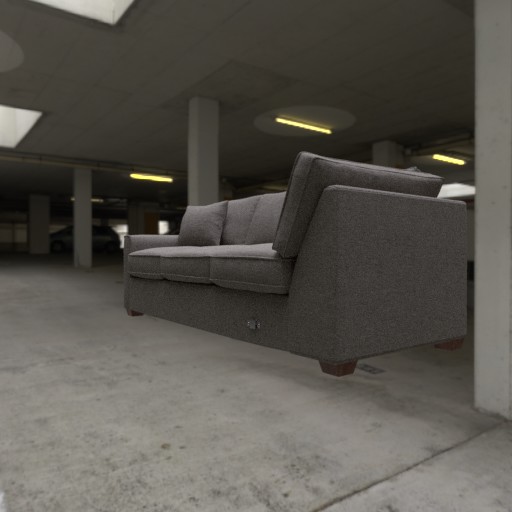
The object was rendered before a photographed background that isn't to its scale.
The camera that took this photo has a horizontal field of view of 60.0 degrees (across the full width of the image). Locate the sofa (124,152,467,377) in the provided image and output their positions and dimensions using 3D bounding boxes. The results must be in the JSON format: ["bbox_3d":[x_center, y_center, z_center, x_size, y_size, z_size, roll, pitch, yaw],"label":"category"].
[{"bbox_3d":[0.000,0.000,2.921,1.061,0.962,2.317,0,0,-37],"label":"sofa"}]
